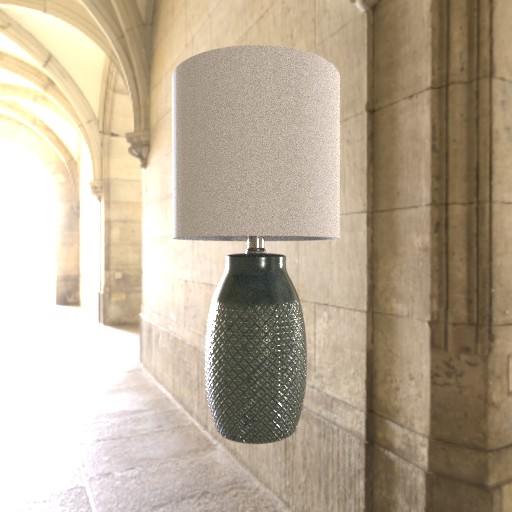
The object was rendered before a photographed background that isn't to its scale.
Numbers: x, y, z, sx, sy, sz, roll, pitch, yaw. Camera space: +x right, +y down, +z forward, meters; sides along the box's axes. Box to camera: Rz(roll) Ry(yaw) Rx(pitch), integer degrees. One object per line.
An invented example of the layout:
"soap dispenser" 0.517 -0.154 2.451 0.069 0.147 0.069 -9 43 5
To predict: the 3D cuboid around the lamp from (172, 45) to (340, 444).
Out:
"lamp" 0.000 0.000 0.583 0.217 0.453 0.217 0 0 17
